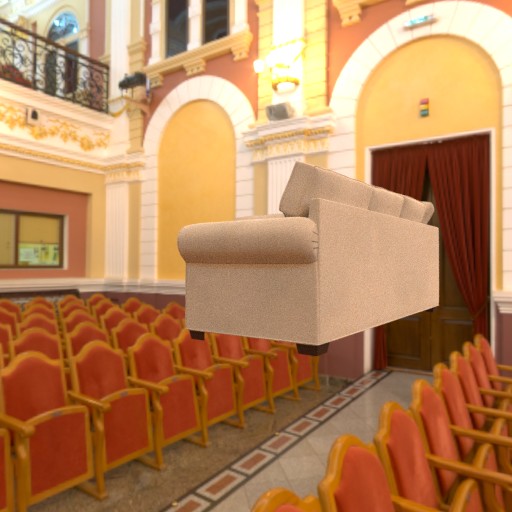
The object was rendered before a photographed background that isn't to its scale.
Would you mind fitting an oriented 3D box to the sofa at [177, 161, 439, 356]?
[{"bbox_3d":[0.000,0.000,3.908,2.487,1.054,2.569,0,-1,35],"label":"sofa"}]
